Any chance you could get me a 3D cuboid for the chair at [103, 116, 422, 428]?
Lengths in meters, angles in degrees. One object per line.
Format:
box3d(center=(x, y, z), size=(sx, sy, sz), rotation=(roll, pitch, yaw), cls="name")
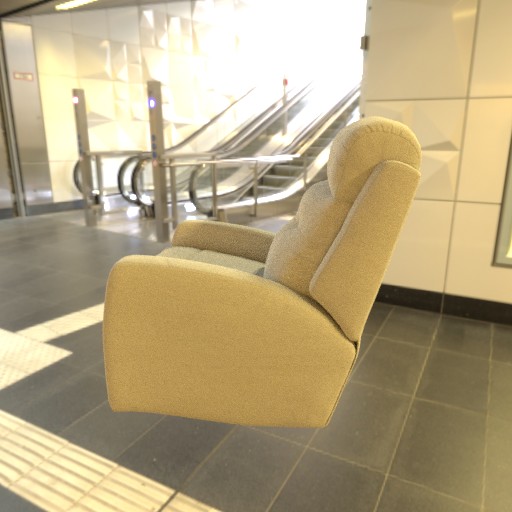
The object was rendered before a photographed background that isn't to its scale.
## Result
box3d(center=(0.000, 0.000, 1.708), size=(1.043, 1.013, 0.798), rotation=(2, 16, 8), cls="chair")
